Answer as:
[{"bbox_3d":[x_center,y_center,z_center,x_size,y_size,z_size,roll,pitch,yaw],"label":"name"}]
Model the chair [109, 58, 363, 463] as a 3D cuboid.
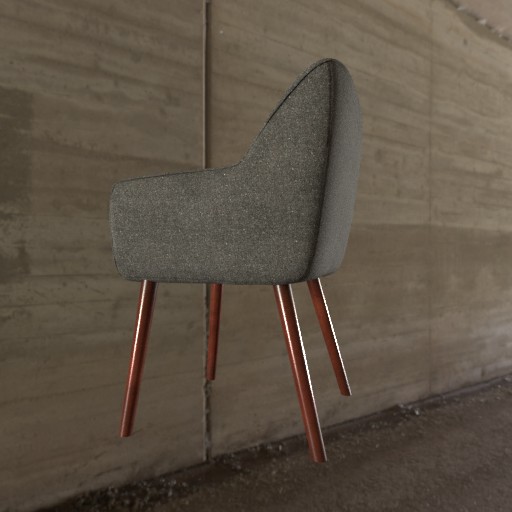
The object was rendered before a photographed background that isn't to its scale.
[{"bbox_3d":[0.000,0.000,1.144,0.519,0.803,0.543,0,0,19],"label":"chair"}]
